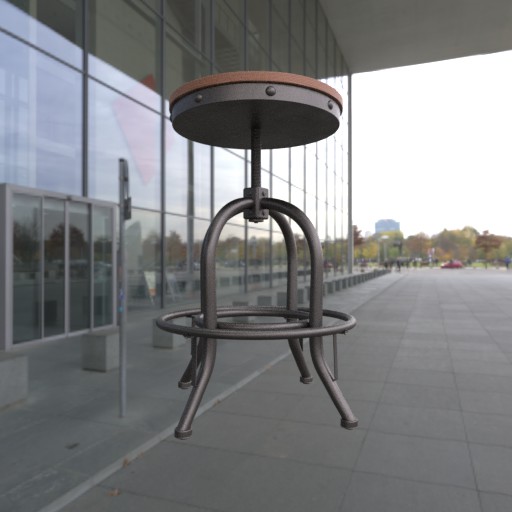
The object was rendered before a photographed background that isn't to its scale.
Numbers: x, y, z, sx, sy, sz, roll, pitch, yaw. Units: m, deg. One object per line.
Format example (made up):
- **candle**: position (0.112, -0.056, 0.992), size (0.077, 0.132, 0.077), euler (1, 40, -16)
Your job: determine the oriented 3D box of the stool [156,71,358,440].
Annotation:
- **stool**: position (0.000, 0.000, 0.904), size (0.439, 0.609, 0.439), euler (0, -1, 36)
